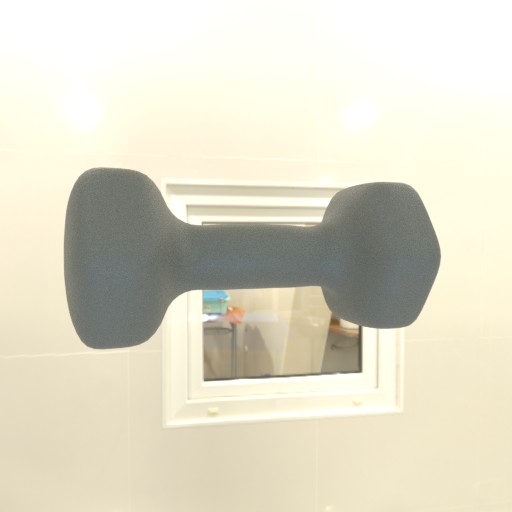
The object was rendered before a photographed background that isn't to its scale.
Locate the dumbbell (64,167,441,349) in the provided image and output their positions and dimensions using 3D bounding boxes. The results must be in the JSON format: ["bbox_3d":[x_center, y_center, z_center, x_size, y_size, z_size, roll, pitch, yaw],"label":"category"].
[{"bbox_3d":[0.000,0.000,0.233,0.184,0.081,0.090,-1,2,-18],"label":"dumbbell"}]
